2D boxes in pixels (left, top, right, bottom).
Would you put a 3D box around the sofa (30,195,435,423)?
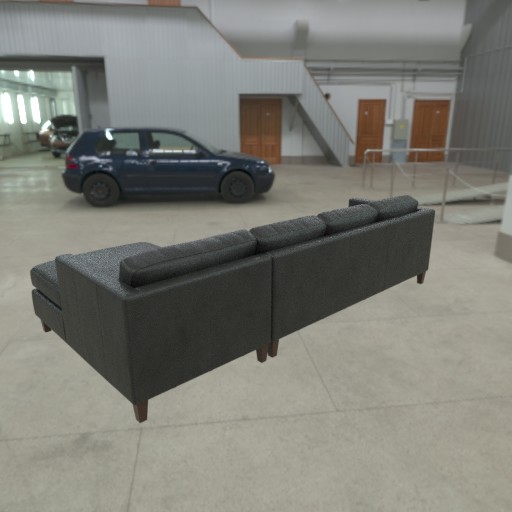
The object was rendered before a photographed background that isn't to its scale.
[{"bbox_3d":[0.000,0.000,3.800,3.203,0.883,1.581,-15,23,-41],"label":"sofa"}]
